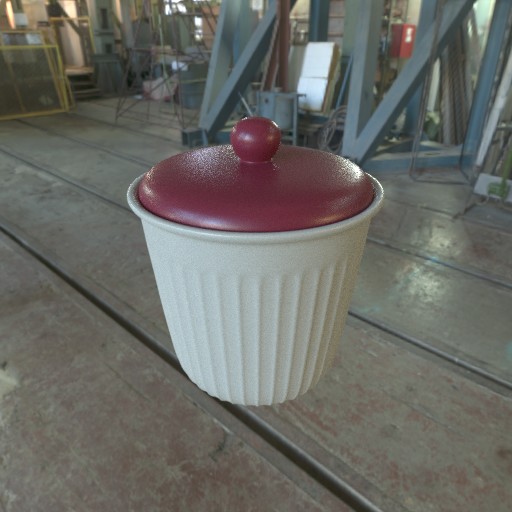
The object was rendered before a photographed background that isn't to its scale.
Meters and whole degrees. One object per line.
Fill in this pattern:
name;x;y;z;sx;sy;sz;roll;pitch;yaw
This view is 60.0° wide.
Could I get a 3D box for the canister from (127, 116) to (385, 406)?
canister;0.000;0.000;0.347;0.181;0.211;0.181;0;27;0
